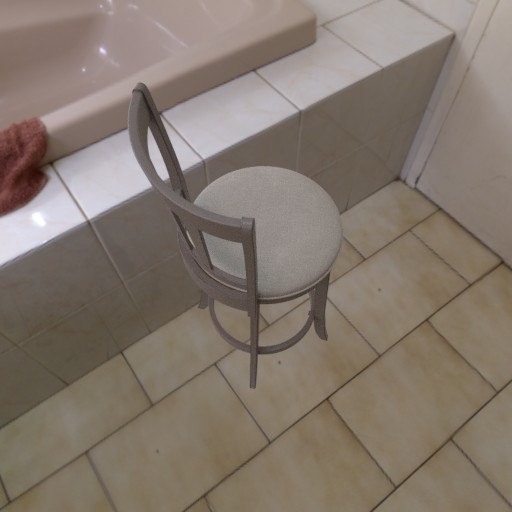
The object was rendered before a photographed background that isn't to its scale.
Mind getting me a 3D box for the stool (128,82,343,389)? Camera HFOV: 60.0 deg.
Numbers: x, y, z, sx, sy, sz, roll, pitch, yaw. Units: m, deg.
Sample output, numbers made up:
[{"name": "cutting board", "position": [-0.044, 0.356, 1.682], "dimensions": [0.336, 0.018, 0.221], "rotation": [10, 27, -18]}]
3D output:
[{"name": "stool", "position": [0.000, 0.000, 1.280], "dimensions": [0.475, 1.023, 0.436], "rotation": [-29, 63, -17]}]
